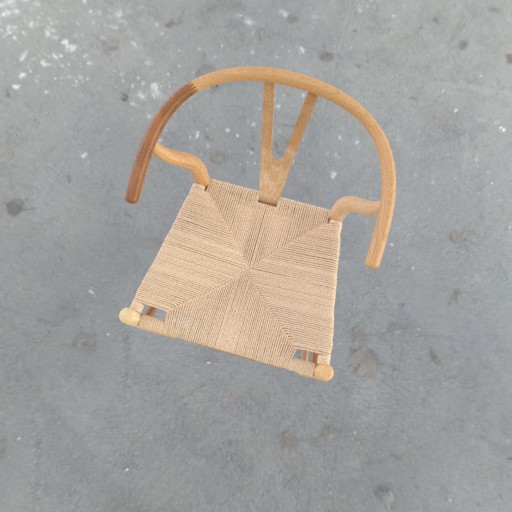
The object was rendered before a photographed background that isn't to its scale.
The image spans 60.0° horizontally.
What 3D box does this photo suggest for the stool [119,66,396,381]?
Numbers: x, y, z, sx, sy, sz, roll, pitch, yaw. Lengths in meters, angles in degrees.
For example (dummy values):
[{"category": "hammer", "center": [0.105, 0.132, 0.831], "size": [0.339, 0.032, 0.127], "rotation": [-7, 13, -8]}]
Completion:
[{"category": "stool", "center": [0.000, 0.000, 1.282], "size": [0.536, 0.923, 0.575], "rotation": [15, 77, 4]}]
